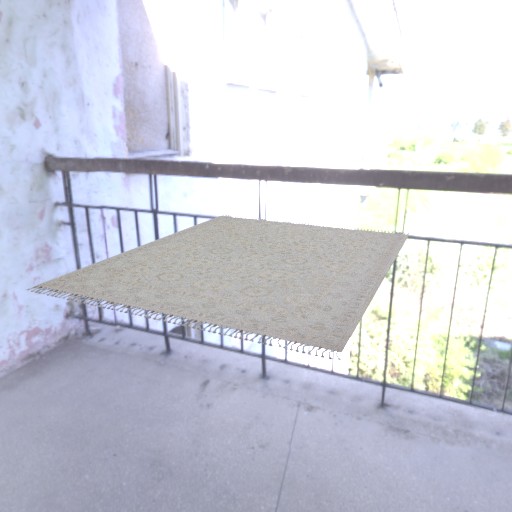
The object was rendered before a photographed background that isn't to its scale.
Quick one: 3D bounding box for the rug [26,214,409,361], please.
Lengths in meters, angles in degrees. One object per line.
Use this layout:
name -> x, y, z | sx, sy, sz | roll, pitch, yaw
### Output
rug -> 0.000, 0.000, 4.142 | 2.444, 0.013, 3.043 | 8, 19, 24
